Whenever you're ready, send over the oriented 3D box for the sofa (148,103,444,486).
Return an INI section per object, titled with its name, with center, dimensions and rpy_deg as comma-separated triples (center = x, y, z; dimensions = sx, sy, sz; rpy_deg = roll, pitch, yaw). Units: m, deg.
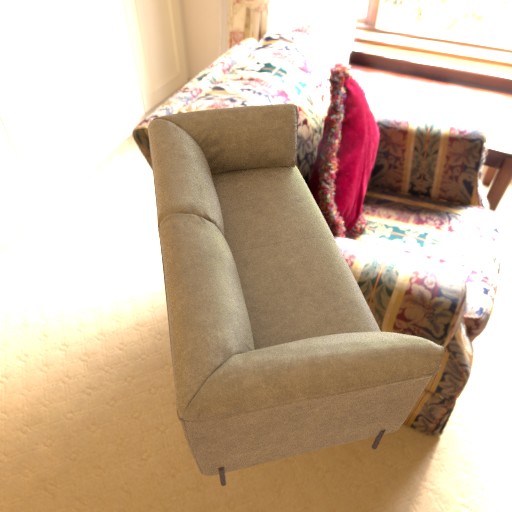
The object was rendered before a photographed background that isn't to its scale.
[sofa]
center = 0.000, 0.000, 2.260
dimensions = 0.905, 0.747, 1.878
rpy_deg = -9, 46, -9
